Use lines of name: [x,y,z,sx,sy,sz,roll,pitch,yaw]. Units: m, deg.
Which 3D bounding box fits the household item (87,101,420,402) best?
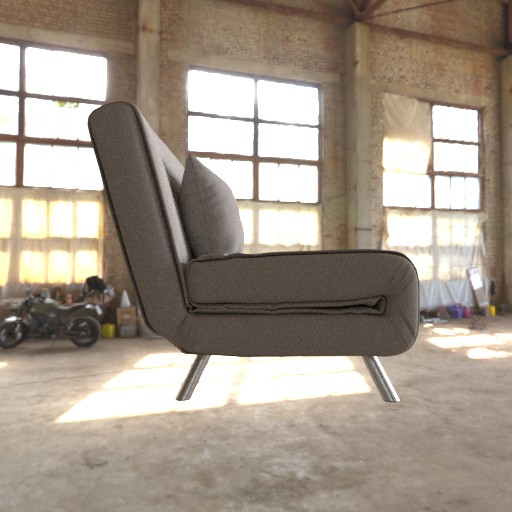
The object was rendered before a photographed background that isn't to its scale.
household item: [0.000,0.000,1.628,0.874,0.800,1.000,0,-1,1]
